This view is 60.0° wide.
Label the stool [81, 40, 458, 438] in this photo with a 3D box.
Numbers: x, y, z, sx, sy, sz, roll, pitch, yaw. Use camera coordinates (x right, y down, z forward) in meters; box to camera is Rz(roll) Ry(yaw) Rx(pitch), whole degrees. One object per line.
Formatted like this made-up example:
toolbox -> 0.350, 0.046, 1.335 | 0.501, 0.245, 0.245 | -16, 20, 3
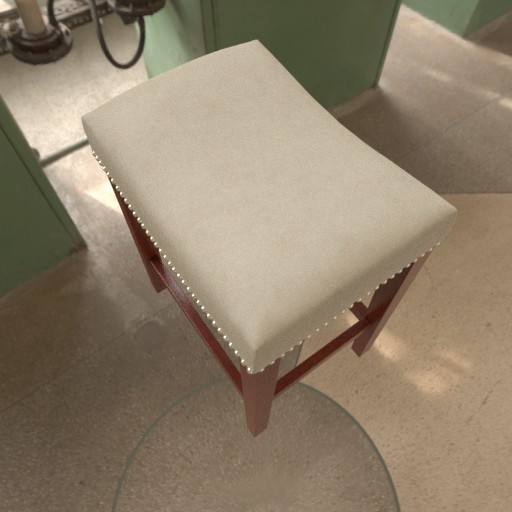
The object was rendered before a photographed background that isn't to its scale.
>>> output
stool -> 0.000, 0.000, 0.926 | 0.375, 0.632, 0.509 | -32, 64, -17
